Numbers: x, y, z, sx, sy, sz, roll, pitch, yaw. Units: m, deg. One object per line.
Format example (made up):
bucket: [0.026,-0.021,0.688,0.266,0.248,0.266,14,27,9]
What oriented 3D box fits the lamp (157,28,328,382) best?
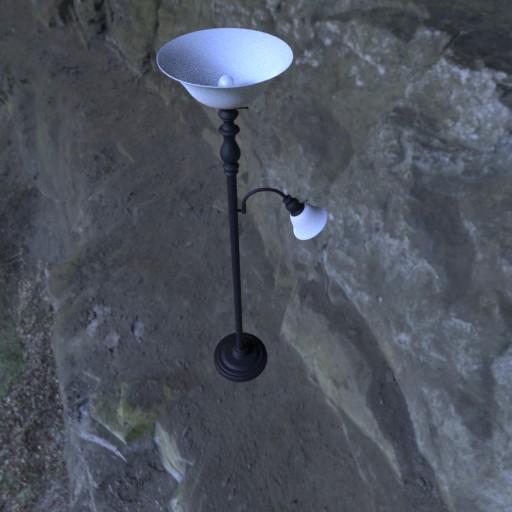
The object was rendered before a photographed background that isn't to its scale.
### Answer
lamp: [0.000,0.000,1.987,0.588,1.793,0.405,-3,48,-3]
